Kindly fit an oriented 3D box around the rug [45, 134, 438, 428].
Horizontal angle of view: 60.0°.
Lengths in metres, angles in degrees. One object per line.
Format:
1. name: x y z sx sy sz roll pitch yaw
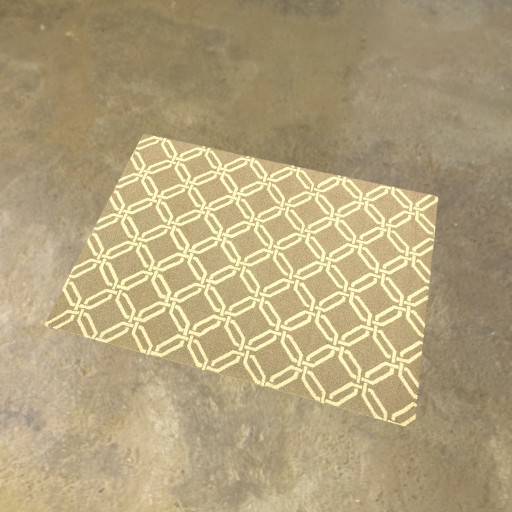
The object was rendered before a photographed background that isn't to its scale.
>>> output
1. rug: 0.000 0.000 4.450 3.419 0.020 2.441 14 63 7
